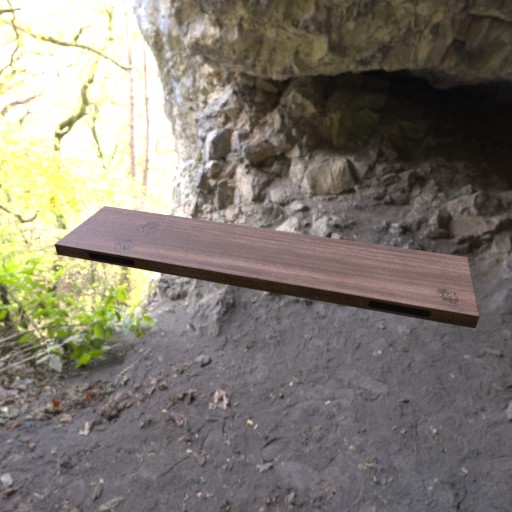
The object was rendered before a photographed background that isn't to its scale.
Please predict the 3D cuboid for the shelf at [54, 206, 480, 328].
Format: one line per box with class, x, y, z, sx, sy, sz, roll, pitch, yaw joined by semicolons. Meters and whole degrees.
shelf;0.000;0.000;0.675;0.610;0.020;0.140;9;34;14
